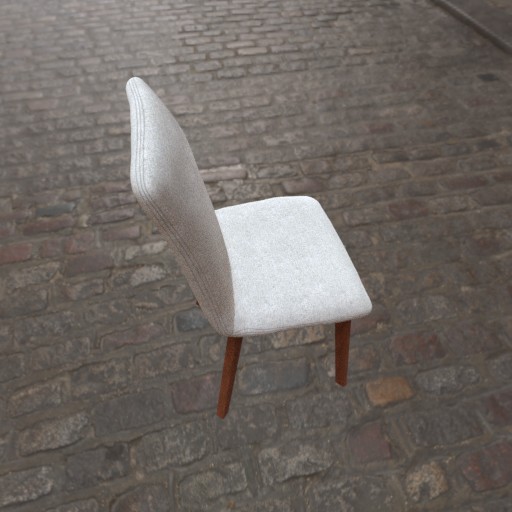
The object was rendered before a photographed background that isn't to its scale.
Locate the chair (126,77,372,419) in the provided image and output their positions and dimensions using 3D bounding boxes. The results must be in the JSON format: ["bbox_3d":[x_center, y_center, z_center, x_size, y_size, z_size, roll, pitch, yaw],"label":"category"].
[{"bbox_3d":[0.000,0.000,1.319,0.563,0.974,0.522,-10,48,-9],"label":"chair"}]
